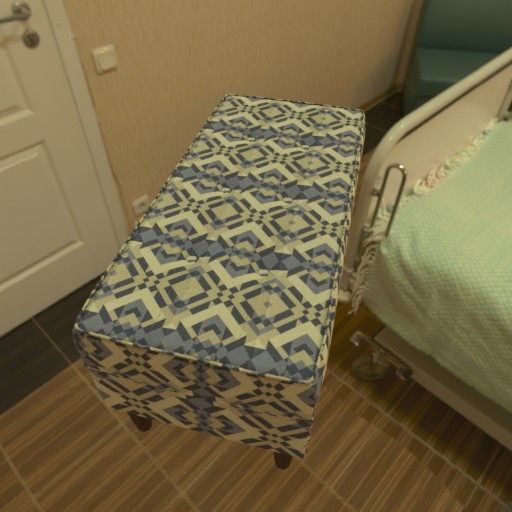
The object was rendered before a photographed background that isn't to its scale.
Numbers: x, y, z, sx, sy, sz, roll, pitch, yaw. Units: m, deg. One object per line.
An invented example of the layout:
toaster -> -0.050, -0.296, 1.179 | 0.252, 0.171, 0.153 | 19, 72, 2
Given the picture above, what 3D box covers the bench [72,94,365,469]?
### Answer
bench -> 0.000, 0.000, 1.286 | 0.492, 0.477, 1.016 | 11, 47, 10
